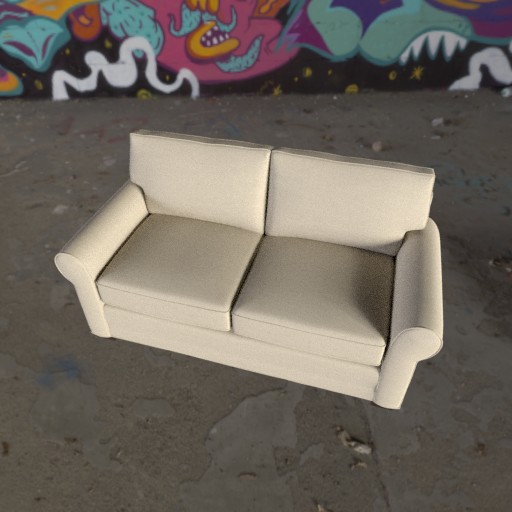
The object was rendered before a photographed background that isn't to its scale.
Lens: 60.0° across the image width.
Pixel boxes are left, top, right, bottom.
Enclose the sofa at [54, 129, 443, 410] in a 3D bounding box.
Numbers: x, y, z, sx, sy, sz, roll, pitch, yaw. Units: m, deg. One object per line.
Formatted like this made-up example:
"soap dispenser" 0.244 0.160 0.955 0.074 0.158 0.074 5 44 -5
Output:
"sofa" 0.000 0.000 2.280 1.774 0.933 0.861 11 42 12
